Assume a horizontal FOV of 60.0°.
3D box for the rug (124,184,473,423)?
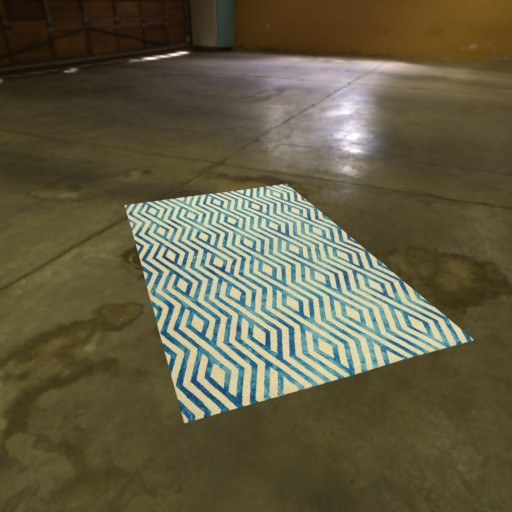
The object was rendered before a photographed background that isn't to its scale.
[{"bbox_3d":[0.000,0.000,3.072,1.531,0.008,2.439,-10,31,-17],"label":"rug"}]
